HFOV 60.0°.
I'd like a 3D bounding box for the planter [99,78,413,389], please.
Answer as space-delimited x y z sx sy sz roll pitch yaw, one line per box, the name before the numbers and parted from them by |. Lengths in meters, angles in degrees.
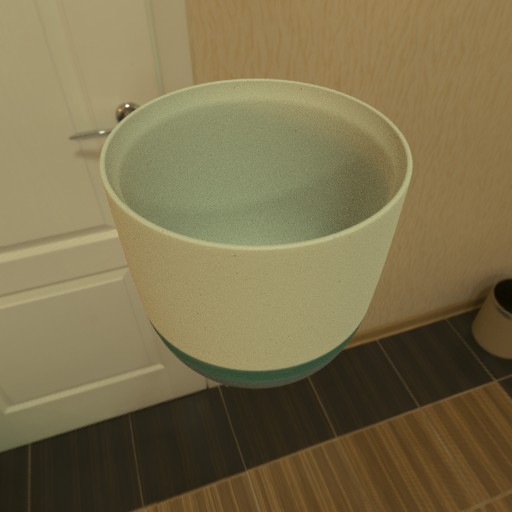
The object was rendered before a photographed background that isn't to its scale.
planter | 0.000 0.000 0.372 0.204 0.214 0.204 0 45 0
